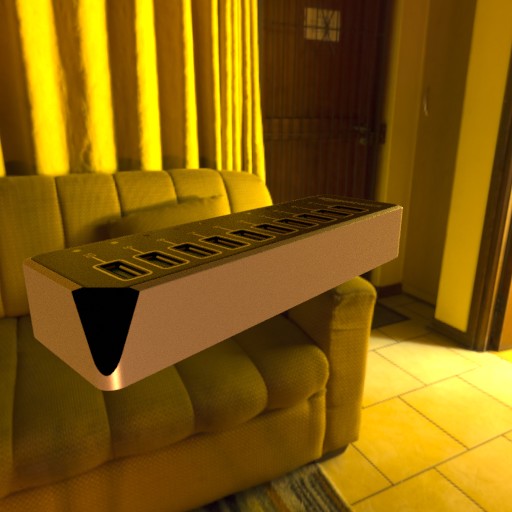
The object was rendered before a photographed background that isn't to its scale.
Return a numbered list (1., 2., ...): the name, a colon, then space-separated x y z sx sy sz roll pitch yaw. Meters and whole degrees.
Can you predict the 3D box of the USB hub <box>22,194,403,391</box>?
1. USB hub: 0.000 0.000 0.161 0.044 0.023 0.145 16 23 41
